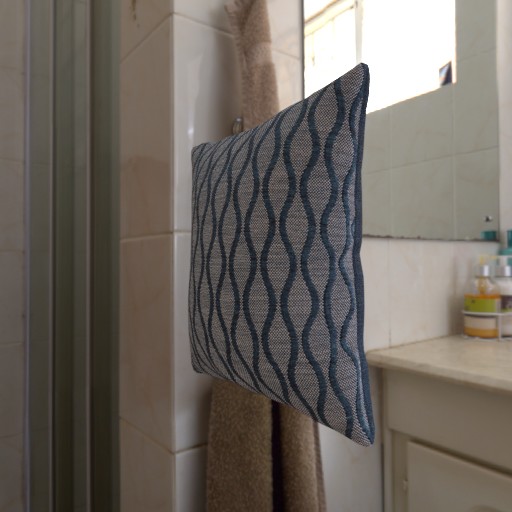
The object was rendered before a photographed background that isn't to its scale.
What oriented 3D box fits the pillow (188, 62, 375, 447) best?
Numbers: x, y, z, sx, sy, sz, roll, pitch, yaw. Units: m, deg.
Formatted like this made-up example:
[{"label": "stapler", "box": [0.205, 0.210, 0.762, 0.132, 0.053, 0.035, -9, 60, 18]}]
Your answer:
[{"label": "pillow", "box": [0.000, 0.000, 0.669, 0.159, 0.435, 0.435, 1, -1, -35]}]
